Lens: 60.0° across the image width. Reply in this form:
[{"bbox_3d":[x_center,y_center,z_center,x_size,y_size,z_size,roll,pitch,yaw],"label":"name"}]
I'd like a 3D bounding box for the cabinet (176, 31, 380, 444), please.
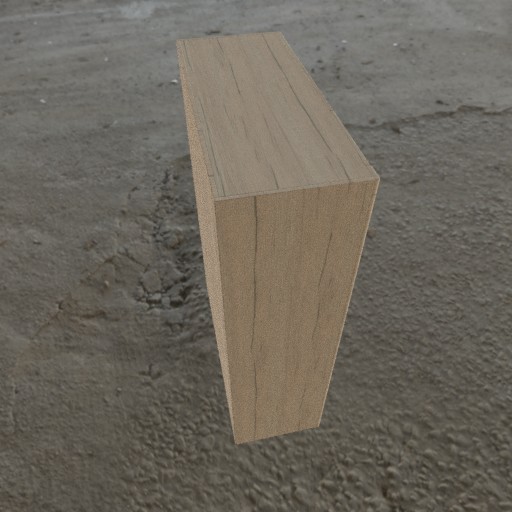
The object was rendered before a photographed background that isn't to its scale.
[{"bbox_3d":[0.000,0.000,2.707,0.580,2.070,1.400,-9,47,-8],"label":"cabinet"}]
